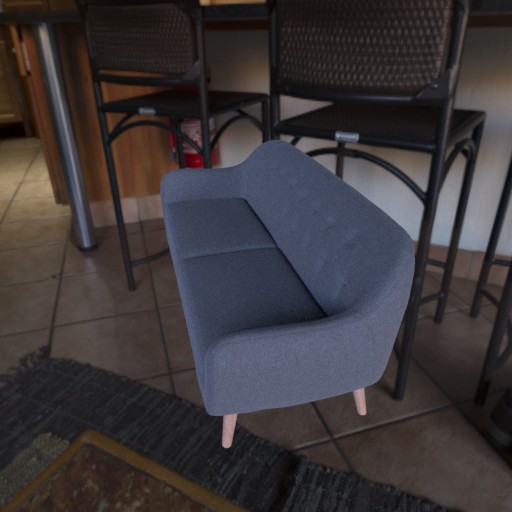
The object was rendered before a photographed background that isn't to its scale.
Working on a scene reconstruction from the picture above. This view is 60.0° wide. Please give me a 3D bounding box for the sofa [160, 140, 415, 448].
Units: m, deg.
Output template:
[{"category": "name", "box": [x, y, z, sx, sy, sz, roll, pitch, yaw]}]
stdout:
[{"category": "sofa", "box": [0.000, 0.000, 2.271, 0.820, 0.820, 1.840, -7, 29, -13]}]
